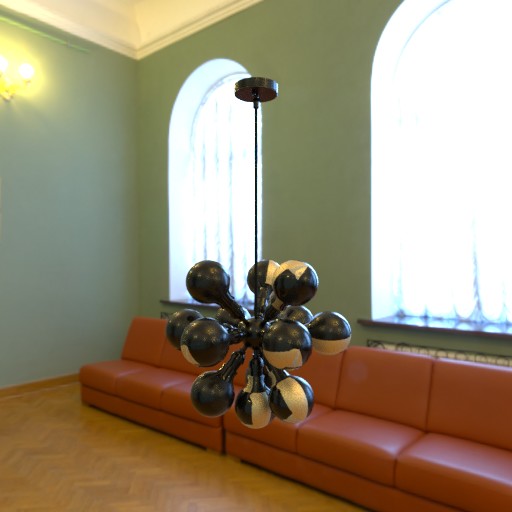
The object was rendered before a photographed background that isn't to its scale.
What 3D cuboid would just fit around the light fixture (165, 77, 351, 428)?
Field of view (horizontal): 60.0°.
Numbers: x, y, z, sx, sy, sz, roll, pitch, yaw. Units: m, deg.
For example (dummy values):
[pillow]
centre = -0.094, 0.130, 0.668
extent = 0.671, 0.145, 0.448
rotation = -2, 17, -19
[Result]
[light fixture]
centre = 0.000, 0.000, 1.116
extent = 0.420, 0.859, 0.468
rotation = 0, 0, 38
